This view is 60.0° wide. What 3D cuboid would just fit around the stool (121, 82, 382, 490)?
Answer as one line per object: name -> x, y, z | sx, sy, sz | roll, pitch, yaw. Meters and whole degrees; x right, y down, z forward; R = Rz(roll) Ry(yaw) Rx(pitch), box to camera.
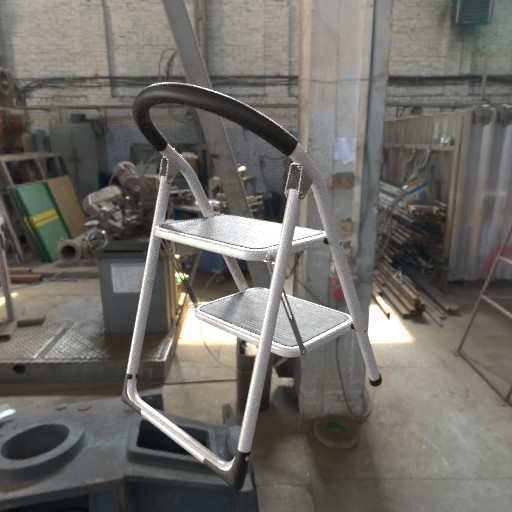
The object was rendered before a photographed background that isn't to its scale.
stool -> 0.000, 0.000, 1.094 | 0.453, 0.760, 0.559 | 14, 20, 43
